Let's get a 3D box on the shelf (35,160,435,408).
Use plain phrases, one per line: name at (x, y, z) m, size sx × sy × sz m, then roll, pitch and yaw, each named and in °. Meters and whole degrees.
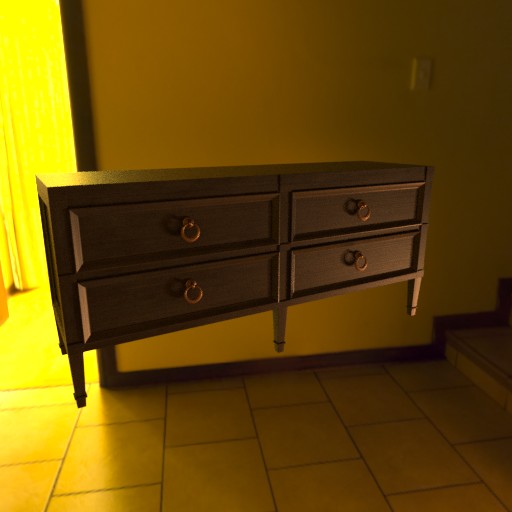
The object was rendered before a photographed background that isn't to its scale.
shelf at (0.000, 0.000, 1.877) m, size 1.575 × 0.719 × 0.479 m, roll -9°, pitch 18°, yaw -28°
